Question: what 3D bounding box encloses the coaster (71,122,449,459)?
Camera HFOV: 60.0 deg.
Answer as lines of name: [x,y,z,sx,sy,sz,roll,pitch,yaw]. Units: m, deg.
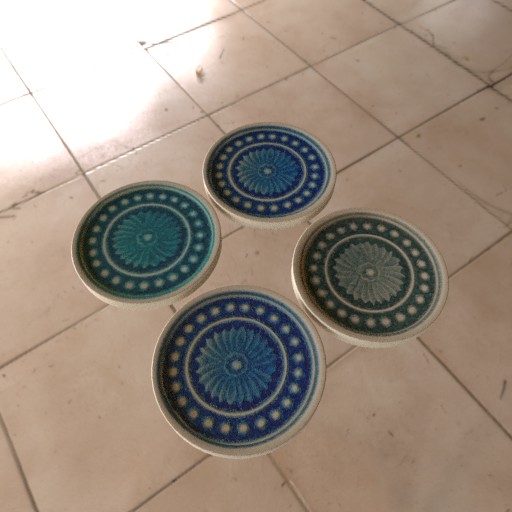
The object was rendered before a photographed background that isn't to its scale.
coaster: [0.000,0.000,0.320,0.220,0.010,0.224,-32,64,-18]
